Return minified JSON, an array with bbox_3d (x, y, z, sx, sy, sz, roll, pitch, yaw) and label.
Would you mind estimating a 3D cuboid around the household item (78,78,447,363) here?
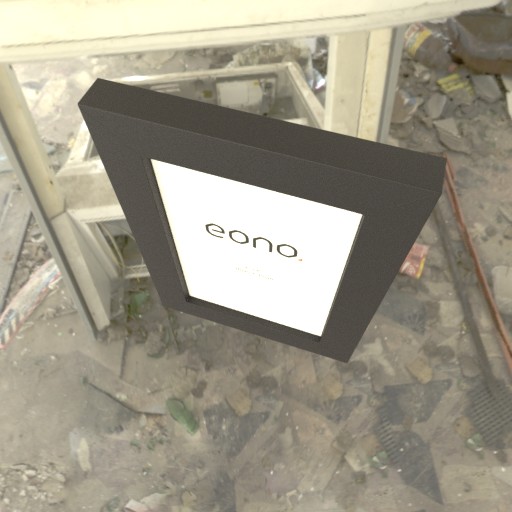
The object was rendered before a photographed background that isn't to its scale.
[{"bbox_3d":[0.000,0.000,0.233,0.133,0.178,0.022,16,60,9],"label":"household item"}]
